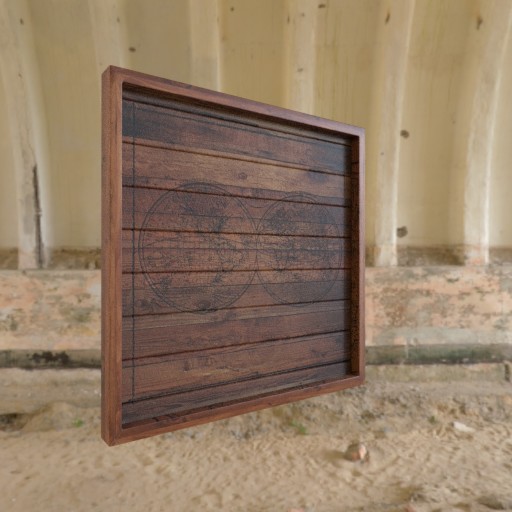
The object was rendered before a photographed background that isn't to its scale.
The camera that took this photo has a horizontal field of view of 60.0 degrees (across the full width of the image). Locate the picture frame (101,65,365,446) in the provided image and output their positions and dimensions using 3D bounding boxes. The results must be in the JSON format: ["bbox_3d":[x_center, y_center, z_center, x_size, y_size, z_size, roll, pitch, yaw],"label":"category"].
[{"bbox_3d":[0.000,0.000,0.524,0.352,0.356,0.028,0,0,-35],"label":"picture frame"}]
